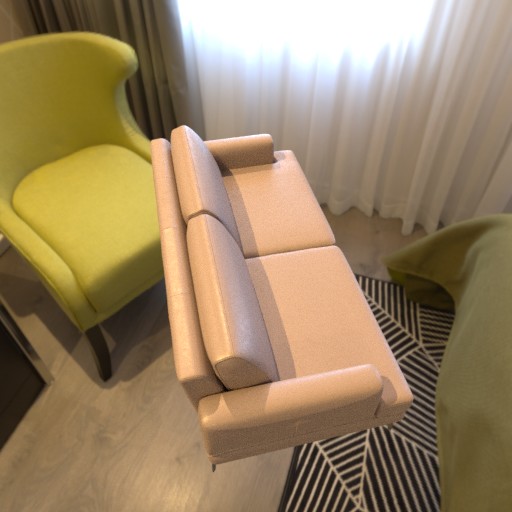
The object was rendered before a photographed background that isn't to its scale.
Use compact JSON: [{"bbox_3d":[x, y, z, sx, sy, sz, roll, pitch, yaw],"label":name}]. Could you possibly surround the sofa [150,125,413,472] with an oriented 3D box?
[{"bbox_3d":[0.000,0.000,2.449,0.974,0.765,1.940,-9,48,-9],"label":"sofa"}]
